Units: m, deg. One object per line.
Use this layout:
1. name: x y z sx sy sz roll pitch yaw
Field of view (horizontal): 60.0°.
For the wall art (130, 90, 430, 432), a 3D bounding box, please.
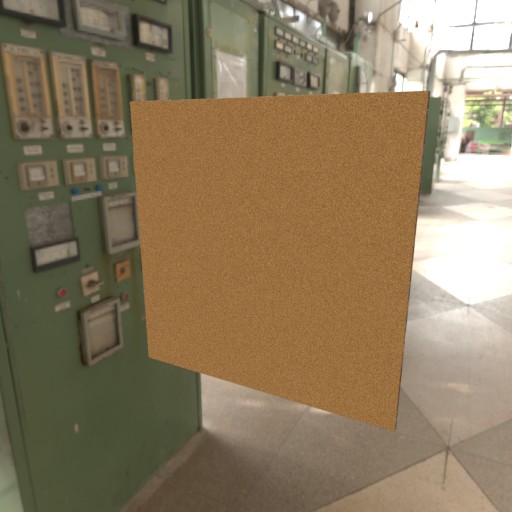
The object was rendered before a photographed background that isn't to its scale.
1. wall art: 0.000 0.000 0.601 0.404 0.406 0.010 8 18 27
